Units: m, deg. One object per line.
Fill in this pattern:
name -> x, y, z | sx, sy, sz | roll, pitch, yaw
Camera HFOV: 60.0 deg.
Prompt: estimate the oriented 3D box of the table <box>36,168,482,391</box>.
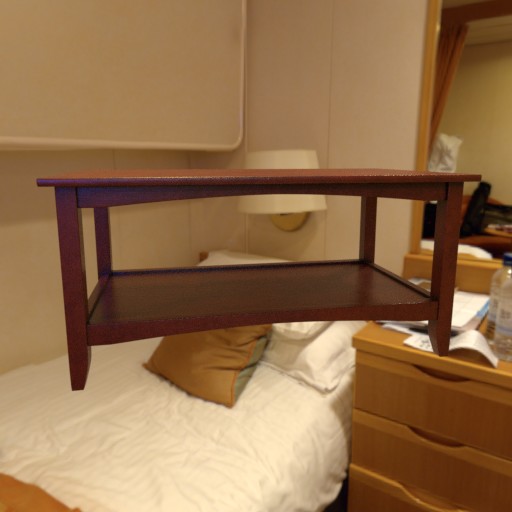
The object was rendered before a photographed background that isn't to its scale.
table -> 0.000, 0.000, 1.221 | 0.943, 0.456, 0.533 | -2, 13, -11
